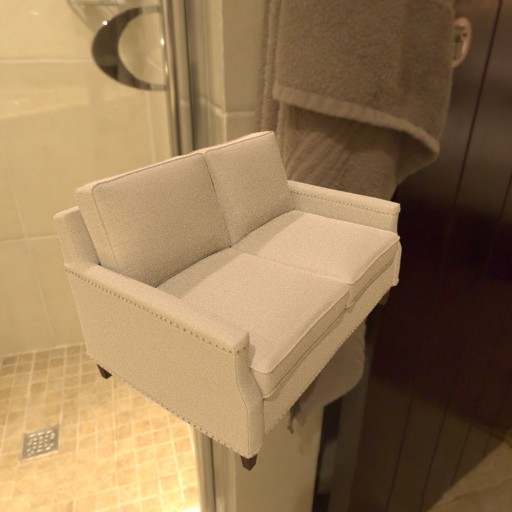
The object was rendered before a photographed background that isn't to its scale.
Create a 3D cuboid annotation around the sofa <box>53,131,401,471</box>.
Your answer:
[{"bbox_3d":[0.000,0.000,2.310,1.084,1.003,1.597,18,33,31],"label":"sofa"}]
